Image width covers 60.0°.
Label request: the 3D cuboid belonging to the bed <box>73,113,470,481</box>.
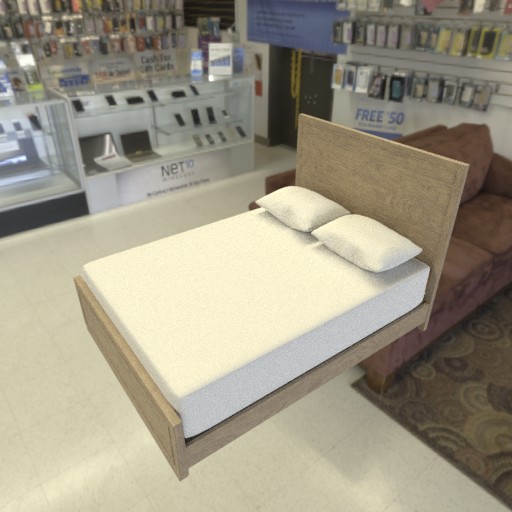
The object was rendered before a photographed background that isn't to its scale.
[{"bbox_3d":[0.000,0.000,3.178,2.189,1.369,1.606,-21,37,-30],"label":"bed"}]
